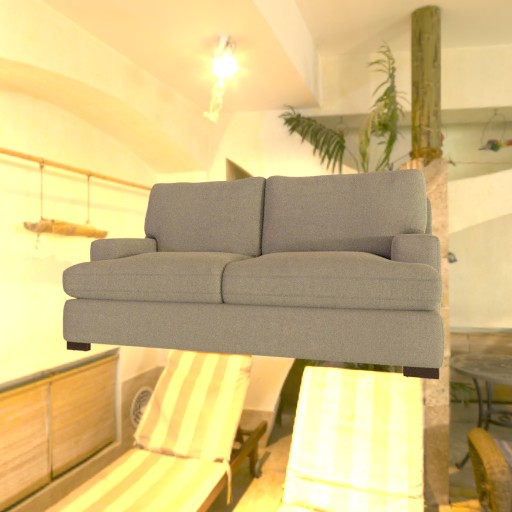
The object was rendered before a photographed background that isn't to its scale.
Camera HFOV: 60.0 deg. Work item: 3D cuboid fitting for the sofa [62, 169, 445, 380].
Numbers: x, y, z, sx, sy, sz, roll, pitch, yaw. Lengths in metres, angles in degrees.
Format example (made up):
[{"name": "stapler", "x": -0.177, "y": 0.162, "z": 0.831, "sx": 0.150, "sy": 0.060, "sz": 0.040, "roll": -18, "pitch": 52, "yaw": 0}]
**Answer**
[{"name": "sofa", "x": 0.000, "y": 0.000, "z": 2.421, "sx": 1.855, "sy": 0.980, "sz": 0.962, "roll": 0, "pitch": 0, "yaw": 18}]
